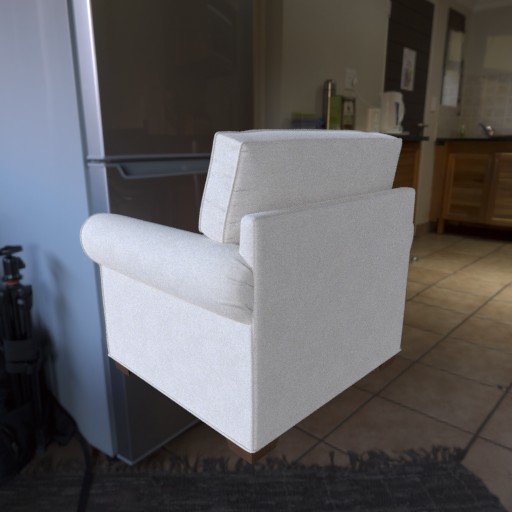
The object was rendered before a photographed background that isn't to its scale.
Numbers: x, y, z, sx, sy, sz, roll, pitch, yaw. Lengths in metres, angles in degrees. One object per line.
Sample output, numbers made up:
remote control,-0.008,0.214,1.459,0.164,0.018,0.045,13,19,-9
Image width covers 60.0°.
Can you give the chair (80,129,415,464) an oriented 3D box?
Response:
chair,0.000,0.000,1.746,0.863,0.955,1.040,15,21,43
